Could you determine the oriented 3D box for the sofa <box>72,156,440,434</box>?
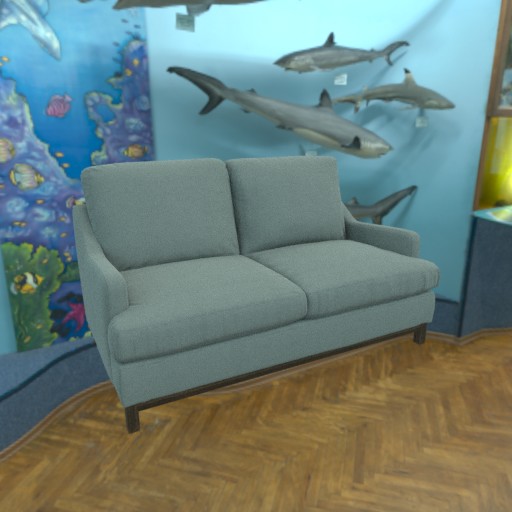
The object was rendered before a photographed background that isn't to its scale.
[{"bbox_3d":[0.000,0.000,2.216,1.589,0.921,0.987,-8,18,-27],"label":"sofa"}]
